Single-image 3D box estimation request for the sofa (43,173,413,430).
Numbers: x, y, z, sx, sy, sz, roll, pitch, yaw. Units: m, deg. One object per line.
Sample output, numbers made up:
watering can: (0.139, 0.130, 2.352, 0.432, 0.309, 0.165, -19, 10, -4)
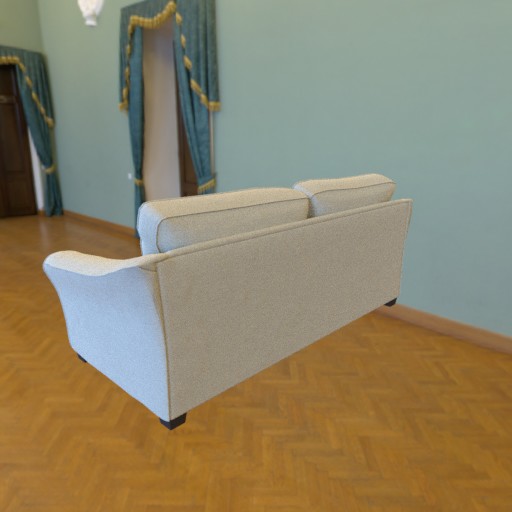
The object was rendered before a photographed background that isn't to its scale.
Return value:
sofa: (0.000, 0.000, 2.764, 0.980, 0.965, 2.270, 14, 21, 42)
